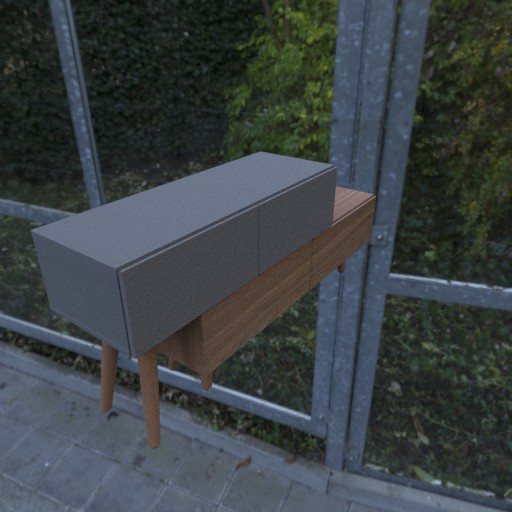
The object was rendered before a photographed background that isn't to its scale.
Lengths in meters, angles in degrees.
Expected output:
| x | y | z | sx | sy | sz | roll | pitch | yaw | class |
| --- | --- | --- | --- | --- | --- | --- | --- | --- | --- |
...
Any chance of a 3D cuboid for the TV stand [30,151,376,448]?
| x | y | z | sx | sy | sz | roll | pitch | yaw | class |
| --- | --- | --- | --- | --- | --- | --- | --- | --- | --- |
| 0.000 | 0.000 | 1.564 | 0.329 | 0.591 | 1.336 | 19 | 33 | 32 | TV stand |
